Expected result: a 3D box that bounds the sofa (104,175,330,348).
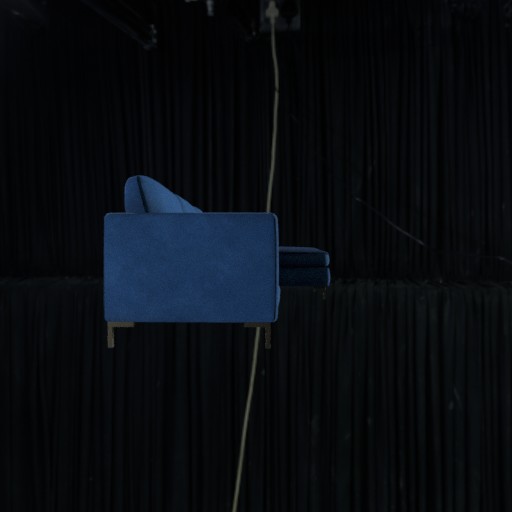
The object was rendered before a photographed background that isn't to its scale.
[{"bbox_3d":[0.000,0.000,3.430,1.350,0.810,2.932,0,1,1],"label":"sofa"}]
